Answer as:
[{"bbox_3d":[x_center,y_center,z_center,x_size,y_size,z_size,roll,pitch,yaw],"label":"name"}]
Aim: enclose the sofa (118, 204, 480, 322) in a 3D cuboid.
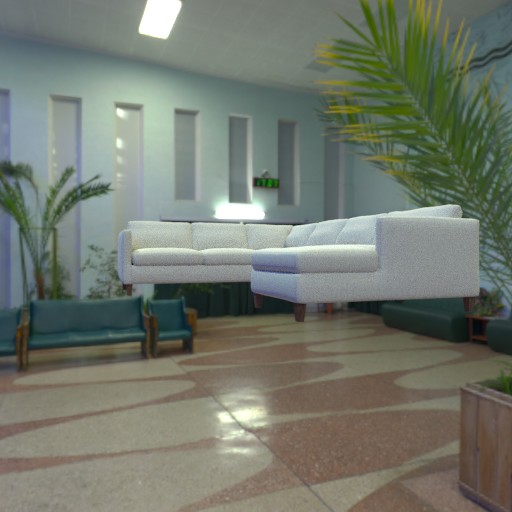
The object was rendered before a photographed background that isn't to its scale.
[{"bbox_3d":[0.000,0.000,4.470,2.551,0.853,3.238,0,0,-20],"label":"sofa"}]
